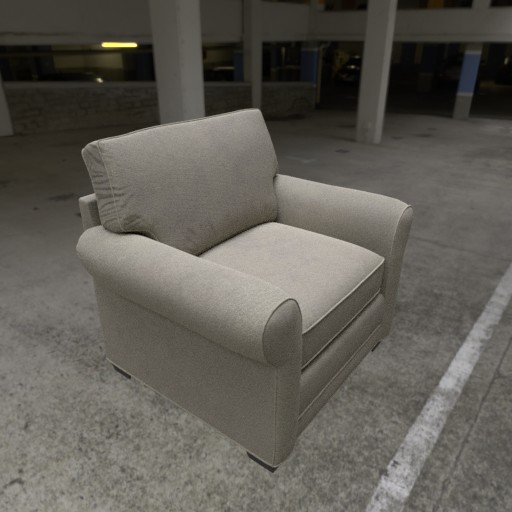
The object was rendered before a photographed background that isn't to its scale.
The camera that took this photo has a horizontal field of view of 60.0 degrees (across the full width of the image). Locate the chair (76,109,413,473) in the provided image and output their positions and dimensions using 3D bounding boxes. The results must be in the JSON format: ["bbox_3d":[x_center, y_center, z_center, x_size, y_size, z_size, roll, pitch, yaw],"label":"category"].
[{"bbox_3d":[0.000,0.000,1.851,0.939,1.044,1.147,19,32,33],"label":"chair"}]
